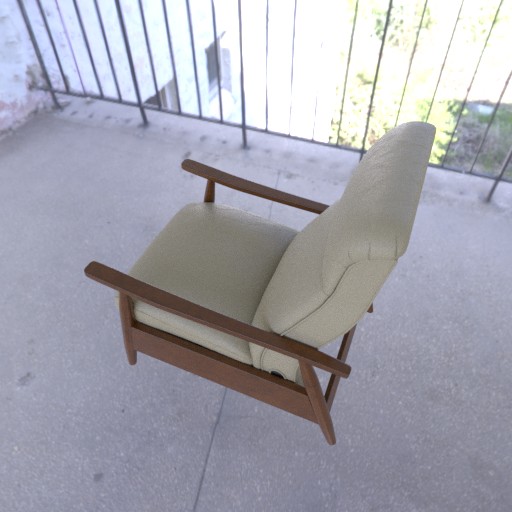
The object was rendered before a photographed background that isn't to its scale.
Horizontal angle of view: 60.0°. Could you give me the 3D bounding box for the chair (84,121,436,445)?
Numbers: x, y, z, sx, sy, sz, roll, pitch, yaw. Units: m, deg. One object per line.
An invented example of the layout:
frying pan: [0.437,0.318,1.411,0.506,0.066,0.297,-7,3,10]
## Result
chair: [0.000,0.000,1.730,1.014,1.082,0.762,17,48,15]
